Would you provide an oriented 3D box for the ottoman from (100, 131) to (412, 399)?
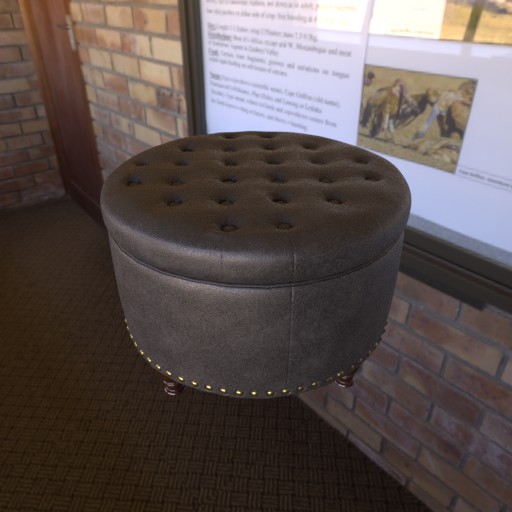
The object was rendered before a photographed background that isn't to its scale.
[{"bbox_3d":[0.000,0.000,1.040,0.637,0.442,0.637,0,32,0],"label":"ottoman"}]
